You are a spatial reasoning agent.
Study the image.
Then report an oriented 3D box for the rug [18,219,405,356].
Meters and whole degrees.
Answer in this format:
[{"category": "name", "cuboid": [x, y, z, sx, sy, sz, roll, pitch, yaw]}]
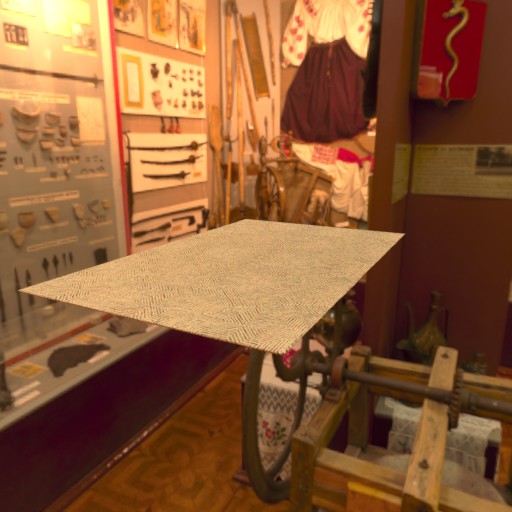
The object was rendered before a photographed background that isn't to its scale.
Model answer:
[{"category": "rug", "cuboid": [0.000, 0.000, 2.993, 1.519, 0.007, 2.428, 8, 16, 27]}]
